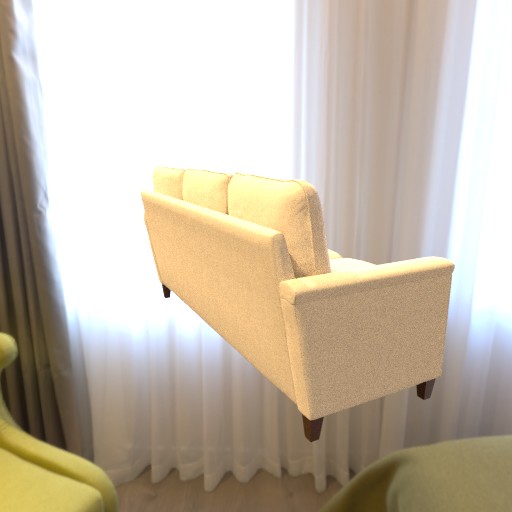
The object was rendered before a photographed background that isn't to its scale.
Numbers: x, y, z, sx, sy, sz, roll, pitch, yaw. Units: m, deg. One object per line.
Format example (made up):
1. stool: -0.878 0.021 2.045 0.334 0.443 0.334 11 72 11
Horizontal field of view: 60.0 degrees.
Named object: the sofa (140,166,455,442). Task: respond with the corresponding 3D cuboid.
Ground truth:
1. sofa: 0.000 0.000 2.443 0.828 0.961 1.925 -7 16 -27
